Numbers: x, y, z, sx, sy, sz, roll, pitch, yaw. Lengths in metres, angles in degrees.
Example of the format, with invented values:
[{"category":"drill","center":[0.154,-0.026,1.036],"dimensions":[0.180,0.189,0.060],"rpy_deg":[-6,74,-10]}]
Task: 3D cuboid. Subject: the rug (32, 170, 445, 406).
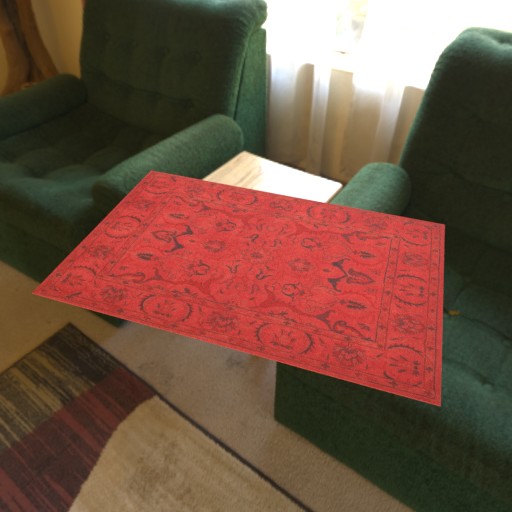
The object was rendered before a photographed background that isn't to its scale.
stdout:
[{"category":"rug","center":[0.000,0.000,3.009],"dimensions":[2.423,0.010,1.534],"rpy_deg":[12,43,14]}]
